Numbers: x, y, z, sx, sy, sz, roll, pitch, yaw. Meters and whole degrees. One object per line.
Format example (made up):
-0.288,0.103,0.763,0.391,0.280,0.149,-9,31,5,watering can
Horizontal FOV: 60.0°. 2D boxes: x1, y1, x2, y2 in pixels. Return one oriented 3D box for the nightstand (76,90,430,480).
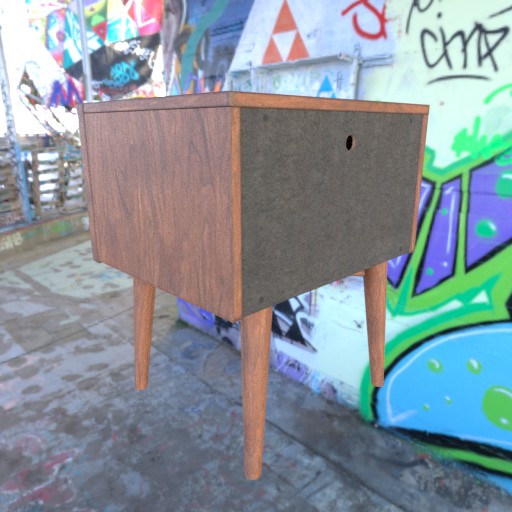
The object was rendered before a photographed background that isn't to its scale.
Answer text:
0.000,0.000,0.935,0.521,0.607,0.445,-15,22,-42,nightstand
